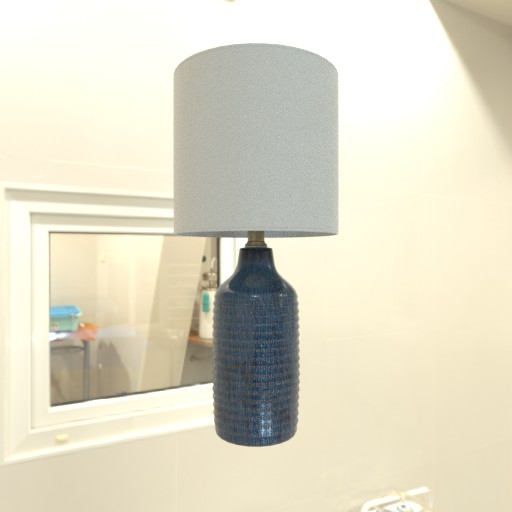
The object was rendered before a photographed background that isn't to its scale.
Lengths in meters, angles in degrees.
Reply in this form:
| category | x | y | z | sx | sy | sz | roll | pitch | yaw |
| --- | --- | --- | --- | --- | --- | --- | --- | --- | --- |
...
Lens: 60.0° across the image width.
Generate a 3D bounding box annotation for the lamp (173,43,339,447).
| category | x | y | z | sx | sy | sz | roll | pitch | yaw |
| --- | --- | --- | --- | --- | --- | --- | --- | --- | --- |
| lamp | 0.000 | 0.000 | 0.603 | 0.220 | 0.475 | 0.220 | 0 | 0 | -36 |
